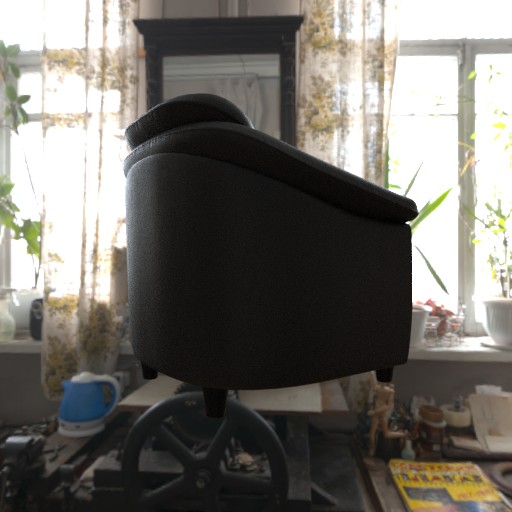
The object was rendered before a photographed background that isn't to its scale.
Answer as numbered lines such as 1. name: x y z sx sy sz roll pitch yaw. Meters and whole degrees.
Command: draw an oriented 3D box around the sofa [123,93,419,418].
1. sofa: 0.000 0.000 1.461 0.794 0.811 0.870 0 0 -35
